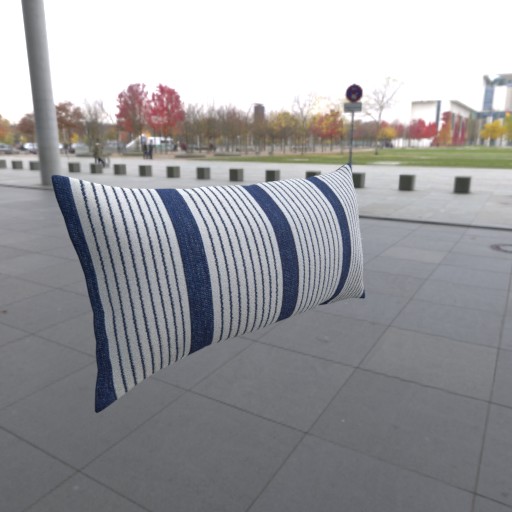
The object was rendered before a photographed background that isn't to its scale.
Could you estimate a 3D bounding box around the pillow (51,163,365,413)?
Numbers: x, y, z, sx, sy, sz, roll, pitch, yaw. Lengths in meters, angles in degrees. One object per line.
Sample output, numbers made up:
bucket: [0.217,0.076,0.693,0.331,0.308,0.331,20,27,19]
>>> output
pillow: [0.000,0.000,0.739,0.608,0.292,0.156,-13,19,-42]
